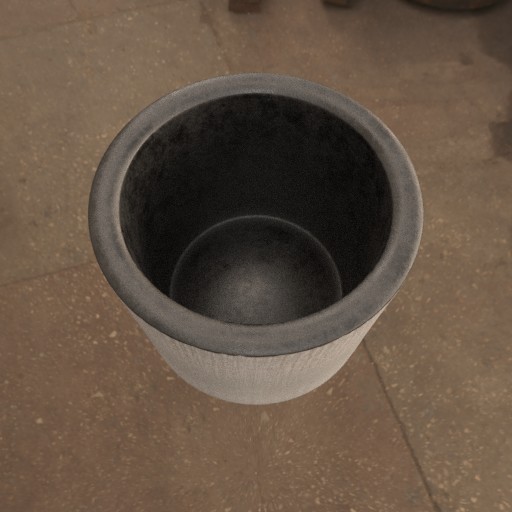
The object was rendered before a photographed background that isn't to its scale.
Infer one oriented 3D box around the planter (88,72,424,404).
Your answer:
[{"bbox_3d":[0.000,0.000,0.213,0.125,0.112,0.125,0,64,0],"label":"planter"}]
